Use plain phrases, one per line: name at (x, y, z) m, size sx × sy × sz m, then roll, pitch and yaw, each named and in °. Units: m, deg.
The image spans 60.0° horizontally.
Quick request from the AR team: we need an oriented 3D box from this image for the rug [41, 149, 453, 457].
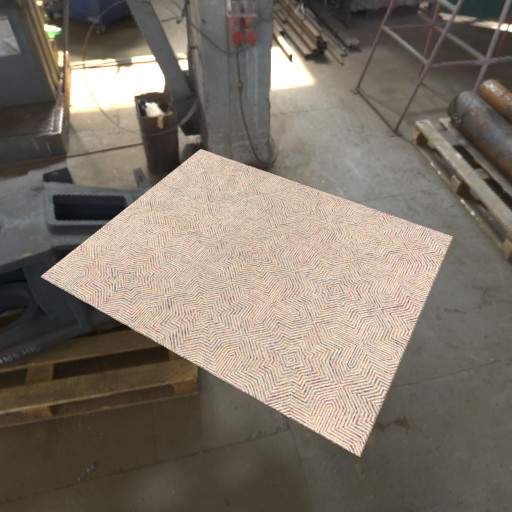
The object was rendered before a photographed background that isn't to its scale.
rug at (0.000, 0.000, 4.162) m, size 3.046 × 0.008 × 2.442 m, roll 23°, pitch 50°, yaw 21°
